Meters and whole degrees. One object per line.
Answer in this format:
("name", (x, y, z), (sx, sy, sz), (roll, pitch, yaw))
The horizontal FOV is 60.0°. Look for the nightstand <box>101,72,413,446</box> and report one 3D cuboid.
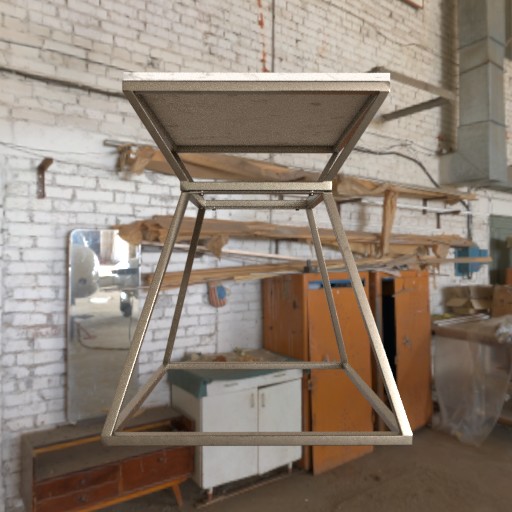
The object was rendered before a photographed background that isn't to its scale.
("nightstand", (0.000, 0.000, 0.872), (0.455, 0.554, 0.455), (0, 0, 0))
